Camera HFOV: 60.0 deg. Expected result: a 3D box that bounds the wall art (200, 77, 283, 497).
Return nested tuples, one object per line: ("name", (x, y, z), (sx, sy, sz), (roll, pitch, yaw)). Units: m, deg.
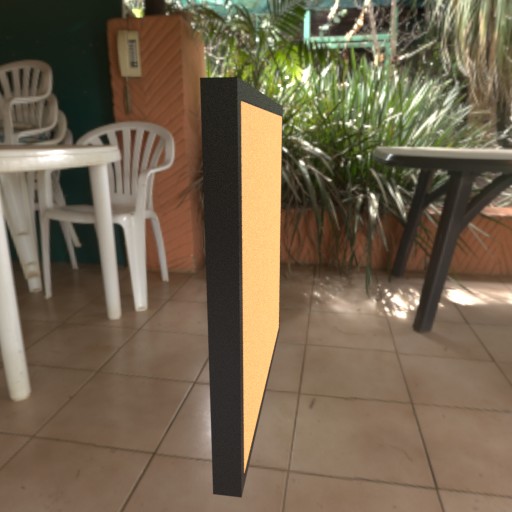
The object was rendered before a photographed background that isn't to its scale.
("wall art", (0.000, 0.000, 0.747), (0.038, 0.506, 0.506), (2, 16, 8))
